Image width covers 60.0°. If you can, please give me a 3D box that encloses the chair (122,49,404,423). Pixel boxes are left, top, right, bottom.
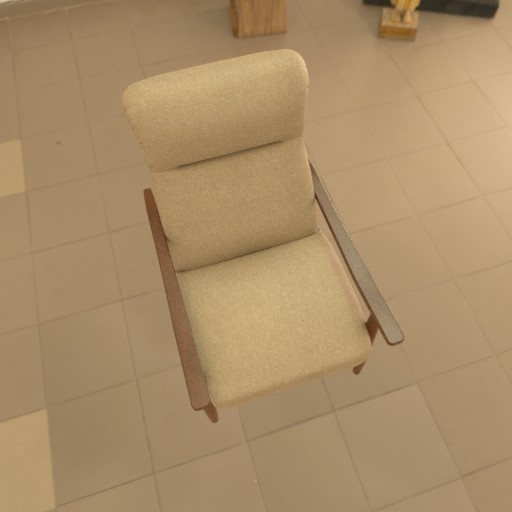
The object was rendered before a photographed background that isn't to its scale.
[{"bbox_3d":[0.000,0.000,1.781,0.762,1.082,1.030,-16,64,-8],"label":"chair"}]
